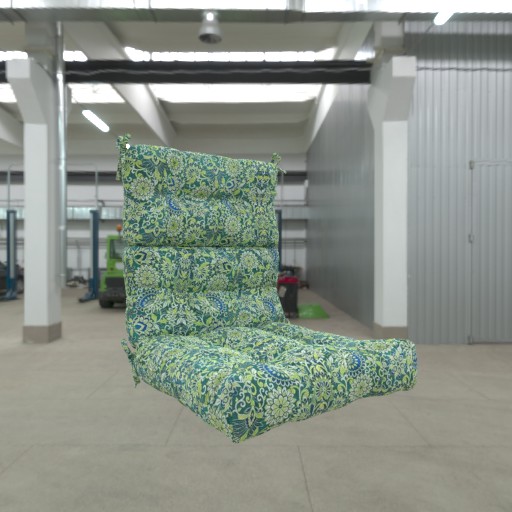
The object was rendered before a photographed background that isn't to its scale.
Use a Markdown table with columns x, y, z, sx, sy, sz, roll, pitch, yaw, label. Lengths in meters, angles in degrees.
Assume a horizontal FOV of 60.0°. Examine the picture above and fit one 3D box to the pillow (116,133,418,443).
| x | y | z | sx | sy | sz | roll | pitch | yaw | label |
| --- | --- | --- | --- | --- | --- | --- | --- | --- | --- |
| 0.000 | 0.000 | 1.030 | 0.519 | 0.605 | 0.571 | 0 | 1 | -35 | pillow |
